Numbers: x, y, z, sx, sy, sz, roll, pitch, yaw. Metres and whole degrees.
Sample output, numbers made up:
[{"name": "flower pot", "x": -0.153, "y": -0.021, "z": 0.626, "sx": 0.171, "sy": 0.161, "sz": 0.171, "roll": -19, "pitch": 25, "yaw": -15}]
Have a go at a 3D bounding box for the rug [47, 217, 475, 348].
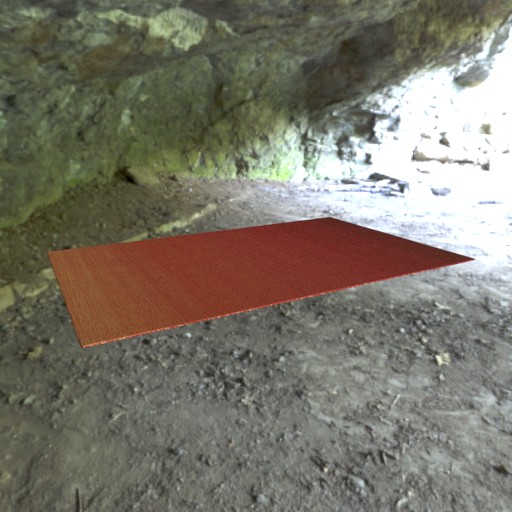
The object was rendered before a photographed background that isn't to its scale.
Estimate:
[{"name": "rug", "x": 0.000, "y": 0.000, "z": 2.973, "sx": 2.442, "sy": 0.010, "sz": 1.531, "roll": -9, "pitch": 19, "yaw": -28}]
